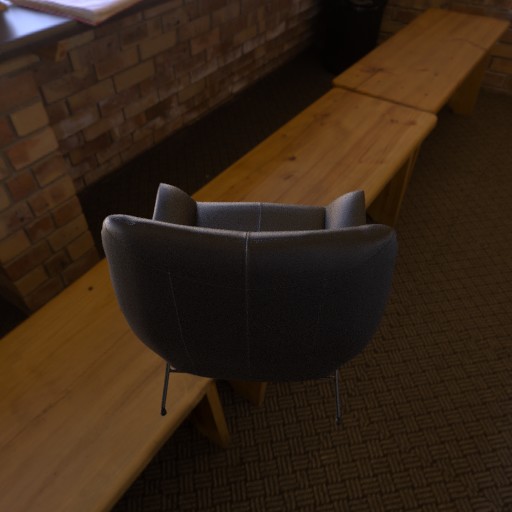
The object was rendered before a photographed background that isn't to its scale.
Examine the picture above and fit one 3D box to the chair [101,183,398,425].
[{"bbox_3d":[0.000,0.000,1.552,0.836,0.922,0.826,2,46,2],"label":"chair"}]
